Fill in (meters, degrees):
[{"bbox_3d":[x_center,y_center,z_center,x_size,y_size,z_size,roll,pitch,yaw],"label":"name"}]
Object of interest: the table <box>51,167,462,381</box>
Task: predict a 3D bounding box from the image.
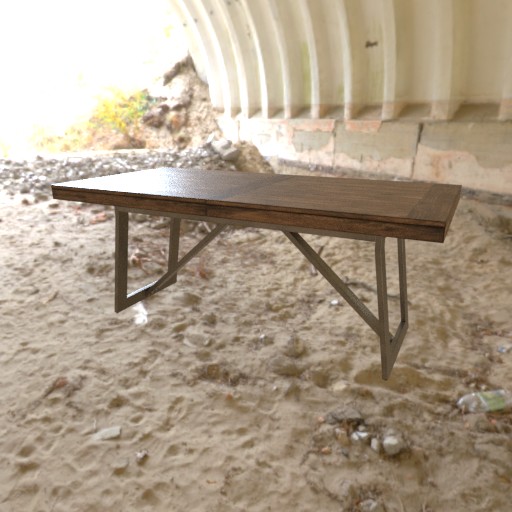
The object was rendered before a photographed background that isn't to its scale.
[{"bbox_3d":[0.000,0.000,2.364,1.867,0.757,0.931,9,19,25],"label":"table"}]
